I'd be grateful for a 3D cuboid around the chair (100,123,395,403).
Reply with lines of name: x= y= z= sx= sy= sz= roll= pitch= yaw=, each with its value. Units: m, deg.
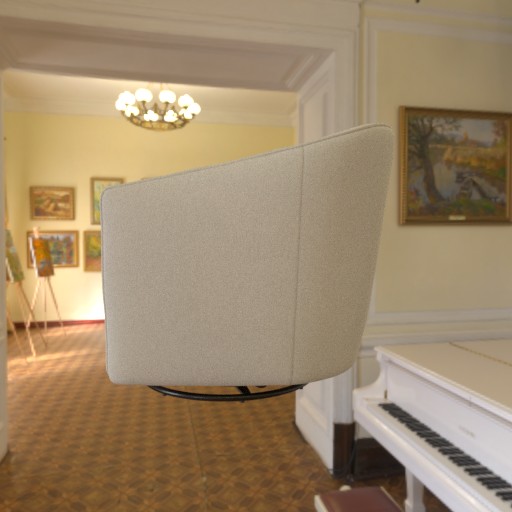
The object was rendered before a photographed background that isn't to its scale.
chair: x=0.000 y=0.000 z=1.494 sx=0.875 sy=0.799 sz=0.747 roll=0 pitch=2 yaw=1
